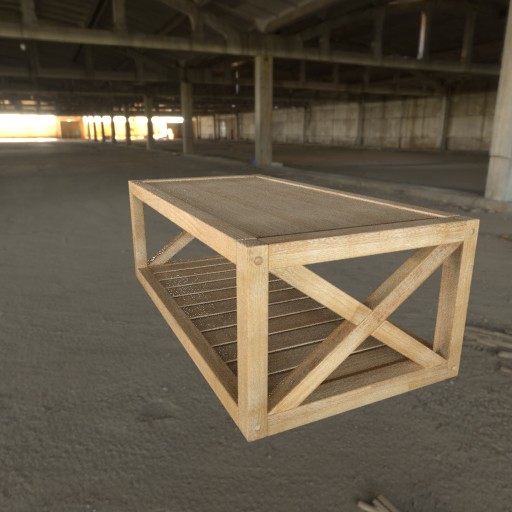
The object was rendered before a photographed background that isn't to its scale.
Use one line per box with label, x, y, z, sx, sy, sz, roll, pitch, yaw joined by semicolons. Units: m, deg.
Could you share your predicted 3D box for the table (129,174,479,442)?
table;0.000;0.000;1.638;0.660;0.457;1.321;-7;18;-24
